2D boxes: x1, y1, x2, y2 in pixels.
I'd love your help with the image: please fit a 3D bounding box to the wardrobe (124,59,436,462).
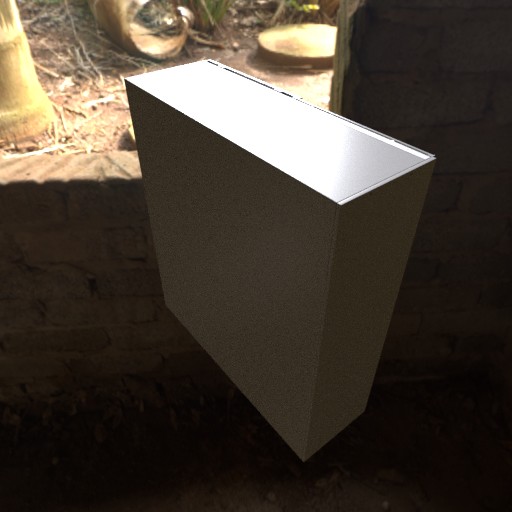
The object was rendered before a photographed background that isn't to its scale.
[{"bbox_3d":[0.000,0.000,2.907,0.629,1.960,1.780,-27,47,-29],"label":"wardrobe"}]
